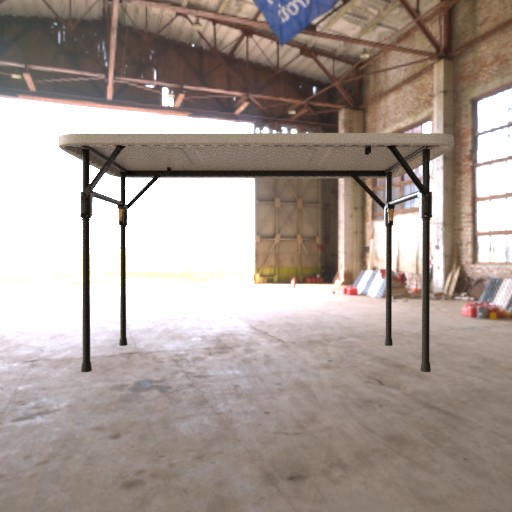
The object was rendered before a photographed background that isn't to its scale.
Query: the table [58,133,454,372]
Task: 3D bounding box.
[{"bbox_3d":[0.000,0.000,1.605,1.219,0.729,0.610,0,0,0],"label":"table"}]
